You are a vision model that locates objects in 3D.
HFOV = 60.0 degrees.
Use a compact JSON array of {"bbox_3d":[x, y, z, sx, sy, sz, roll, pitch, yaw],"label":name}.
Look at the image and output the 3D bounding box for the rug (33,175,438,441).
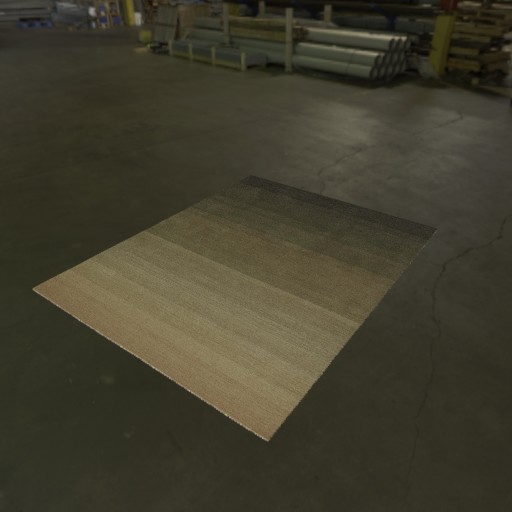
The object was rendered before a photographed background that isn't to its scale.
[{"bbox_3d":[0.000,0.000,3.970,2.315,0.015,2.932,22,39,30],"label":"rug"}]
